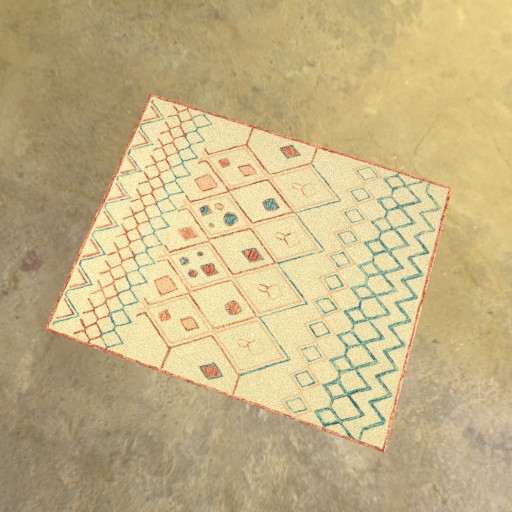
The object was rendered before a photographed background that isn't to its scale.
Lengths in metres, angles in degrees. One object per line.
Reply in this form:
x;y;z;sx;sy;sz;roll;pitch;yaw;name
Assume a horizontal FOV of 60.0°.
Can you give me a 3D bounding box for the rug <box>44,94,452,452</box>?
0.000;0.000;3.996;3.050;0.016;2.441;18;77;4;rug
